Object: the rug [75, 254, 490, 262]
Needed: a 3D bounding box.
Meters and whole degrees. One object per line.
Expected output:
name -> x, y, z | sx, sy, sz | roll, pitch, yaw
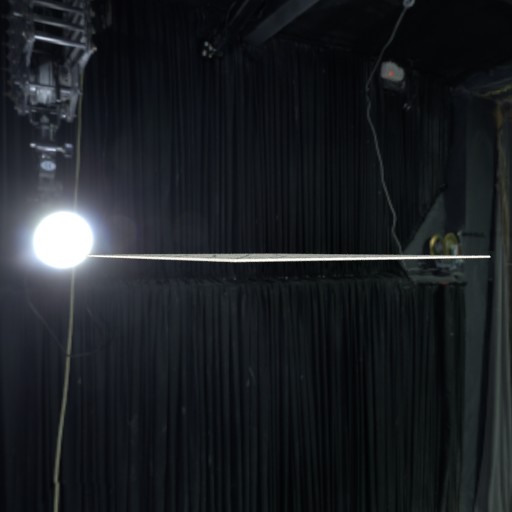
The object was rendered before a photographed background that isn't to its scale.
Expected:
rug -> 0.000, 0.000, 4.071 | 2.446, 0.015, 3.046 | 0, 1, -36
